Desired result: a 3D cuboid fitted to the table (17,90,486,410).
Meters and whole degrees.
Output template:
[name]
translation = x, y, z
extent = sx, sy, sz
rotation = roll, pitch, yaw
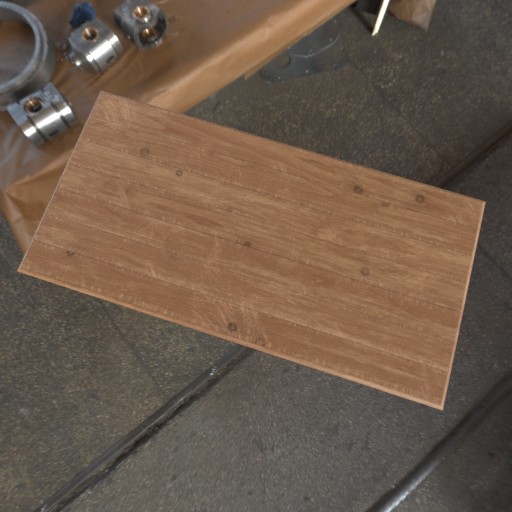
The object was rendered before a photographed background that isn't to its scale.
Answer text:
[table]
translation = 0.000, 0.000, 1.378
extent = 1.118, 0.458, 0.559
rotation = 17, 76, 4
